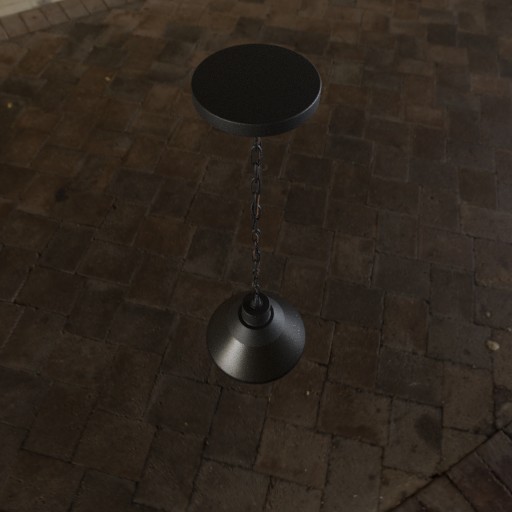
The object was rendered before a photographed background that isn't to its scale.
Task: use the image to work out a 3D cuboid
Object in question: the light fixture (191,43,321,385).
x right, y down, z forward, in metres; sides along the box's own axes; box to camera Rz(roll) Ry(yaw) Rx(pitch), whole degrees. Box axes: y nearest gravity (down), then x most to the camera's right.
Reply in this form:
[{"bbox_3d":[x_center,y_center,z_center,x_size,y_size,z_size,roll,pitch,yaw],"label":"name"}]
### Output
[{"bbox_3d":[0.000,0.000,0.653,0.201,0.588,0.201,1,57,0],"label":"light fixture"}]
